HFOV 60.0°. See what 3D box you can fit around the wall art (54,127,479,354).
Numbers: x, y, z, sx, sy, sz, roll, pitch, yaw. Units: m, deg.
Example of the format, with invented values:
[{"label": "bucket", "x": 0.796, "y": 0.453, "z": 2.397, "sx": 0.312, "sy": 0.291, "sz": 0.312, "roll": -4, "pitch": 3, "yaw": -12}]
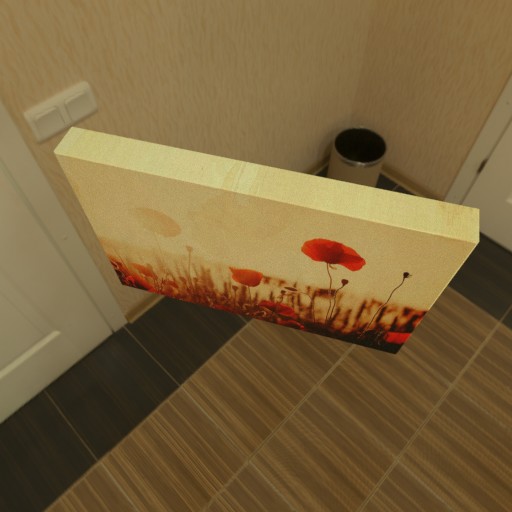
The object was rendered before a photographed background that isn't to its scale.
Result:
[{"label": "wall art", "x": 0.000, "y": 0.000, "z": 0.499, "sx": 0.383, "sy": 0.251, "sz": 0.037, "roll": 13, "pitch": 58, "yaw": 8}]
